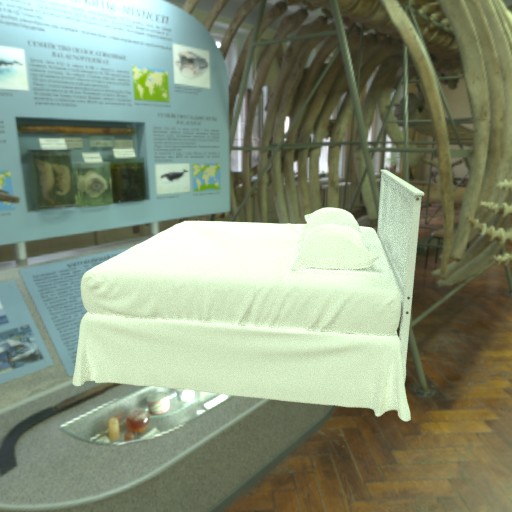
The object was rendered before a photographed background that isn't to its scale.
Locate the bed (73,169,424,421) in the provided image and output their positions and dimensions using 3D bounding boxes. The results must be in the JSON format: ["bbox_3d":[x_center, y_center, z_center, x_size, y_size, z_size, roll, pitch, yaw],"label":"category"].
[{"bbox_3d":[0.000,0.000,3.581,2.215,1.273,2.317,3,15,10],"label":"bed"}]
